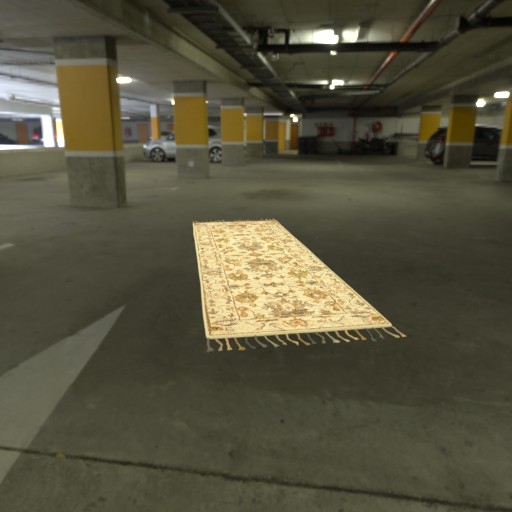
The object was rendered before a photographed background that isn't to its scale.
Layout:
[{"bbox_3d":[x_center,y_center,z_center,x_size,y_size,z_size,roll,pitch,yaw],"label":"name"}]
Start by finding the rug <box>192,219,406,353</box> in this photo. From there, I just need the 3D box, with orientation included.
[{"bbox_3d":[0.000,0.000,2.713,0.729,0.021,2.438,-2,15,-9],"label":"rug"}]
